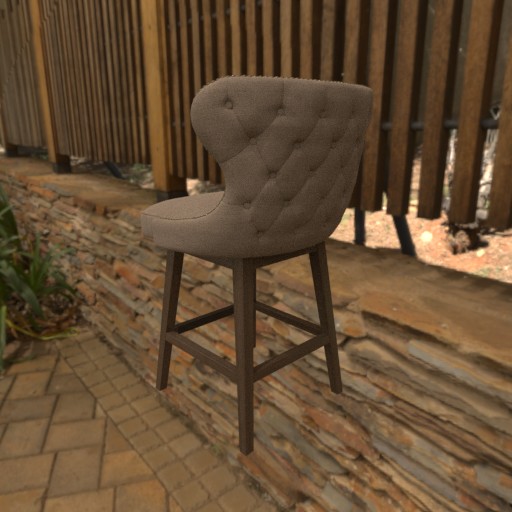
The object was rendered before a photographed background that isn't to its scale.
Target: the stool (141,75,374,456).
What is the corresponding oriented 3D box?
[{"bbox_3d":[0.000,0.000,1.361,0.615,0.972,0.597,-15,22,-42],"label":"stool"}]
